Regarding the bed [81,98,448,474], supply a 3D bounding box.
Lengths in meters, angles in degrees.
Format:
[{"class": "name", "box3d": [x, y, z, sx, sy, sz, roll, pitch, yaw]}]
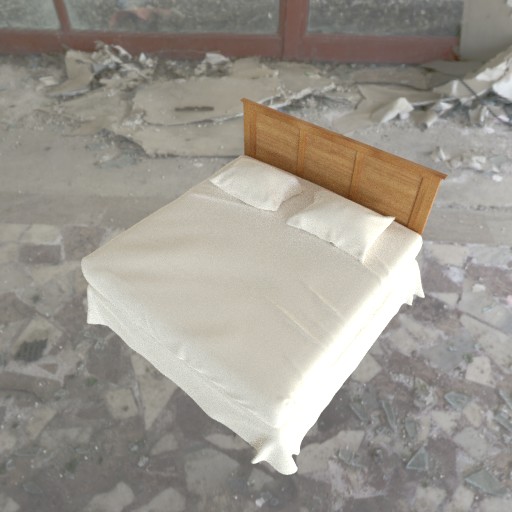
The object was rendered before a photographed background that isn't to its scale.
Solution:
[{"class": "bed", "box3d": [0.000, 0.000, 3.600, 2.317, 1.270, 2.215, 30, 52, 27]}]
